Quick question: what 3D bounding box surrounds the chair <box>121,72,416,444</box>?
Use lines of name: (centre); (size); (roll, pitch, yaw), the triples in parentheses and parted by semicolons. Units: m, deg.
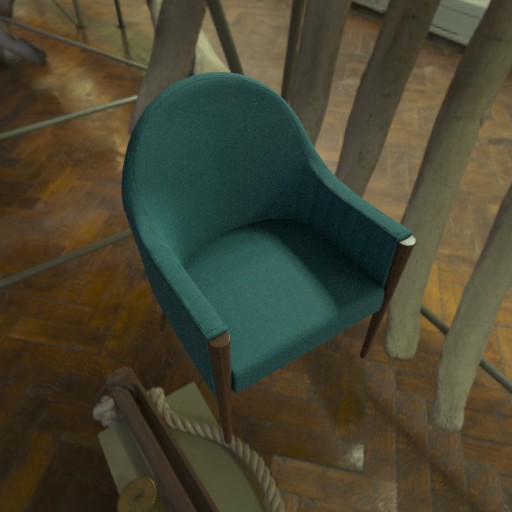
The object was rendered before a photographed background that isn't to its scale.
chair: (0.000, 0.000, 1.382); (0.656, 0.907, 0.652); (-25, 51, -22)
